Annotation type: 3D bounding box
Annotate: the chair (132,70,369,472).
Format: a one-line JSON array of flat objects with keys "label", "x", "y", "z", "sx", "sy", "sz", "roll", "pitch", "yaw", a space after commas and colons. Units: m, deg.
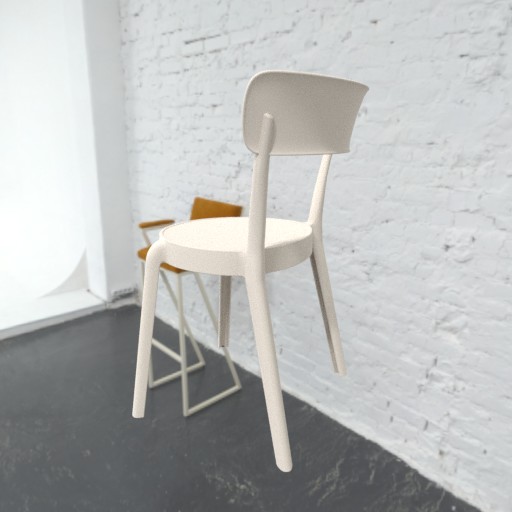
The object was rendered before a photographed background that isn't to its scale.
[{"label": "chair", "x": 0.000, "y": 0.000, "z": 1.104, "sx": 0.491, "sy": 0.790, "sz": 0.506, "roll": 7, "pitch": 17, "yaw": 26}]
